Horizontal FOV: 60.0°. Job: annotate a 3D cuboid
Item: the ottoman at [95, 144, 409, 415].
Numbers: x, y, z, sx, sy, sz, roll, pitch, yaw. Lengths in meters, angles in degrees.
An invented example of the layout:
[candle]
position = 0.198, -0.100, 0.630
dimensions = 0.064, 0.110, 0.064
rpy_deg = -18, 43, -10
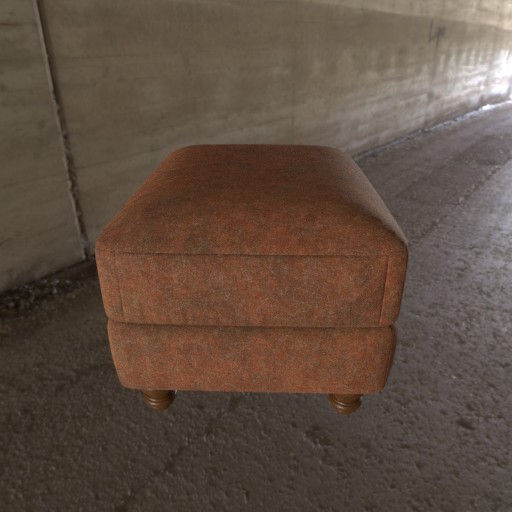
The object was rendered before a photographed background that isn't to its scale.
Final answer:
[ottoman]
position = 0.000, 0.000, 1.205
dimensions = 0.635, 0.508, 0.787
rpy_deg = 1, 26, 2
